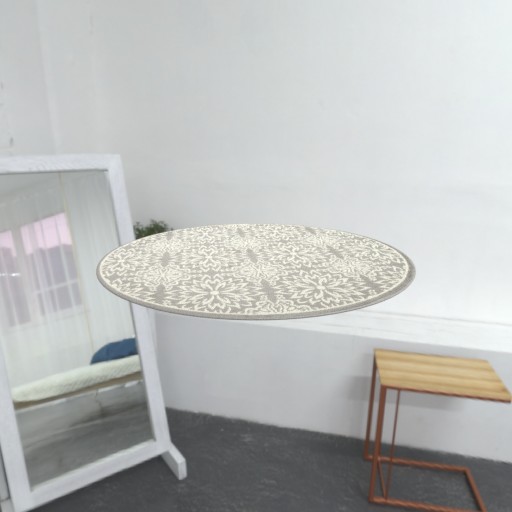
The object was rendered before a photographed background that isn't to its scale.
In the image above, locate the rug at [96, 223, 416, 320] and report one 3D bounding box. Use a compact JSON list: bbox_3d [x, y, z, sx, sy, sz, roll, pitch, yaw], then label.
[{"bbox_3d":[0.000,0.000,2.335,1.593,0.012,1.593,0,16,0],"label":"rug"}]
